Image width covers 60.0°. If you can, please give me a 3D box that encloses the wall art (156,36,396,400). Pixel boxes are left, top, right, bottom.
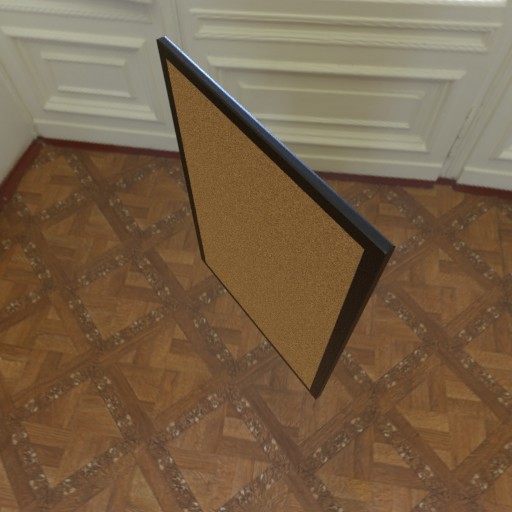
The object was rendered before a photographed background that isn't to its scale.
[{"bbox_3d":[0.000,0.000,0.858,0.016,0.657,0.480,-33,64,-18],"label":"wall art"}]
